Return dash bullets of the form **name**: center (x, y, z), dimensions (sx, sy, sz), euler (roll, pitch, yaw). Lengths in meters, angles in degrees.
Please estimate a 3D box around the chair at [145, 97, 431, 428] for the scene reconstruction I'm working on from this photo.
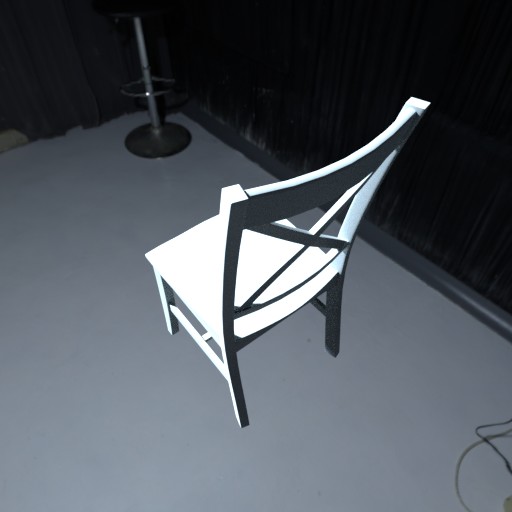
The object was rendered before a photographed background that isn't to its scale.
- **chair**: center (0.000, 0.000, 1.260), dimensions (0.485, 0.983, 0.542), euler (-30, 54, -25)
